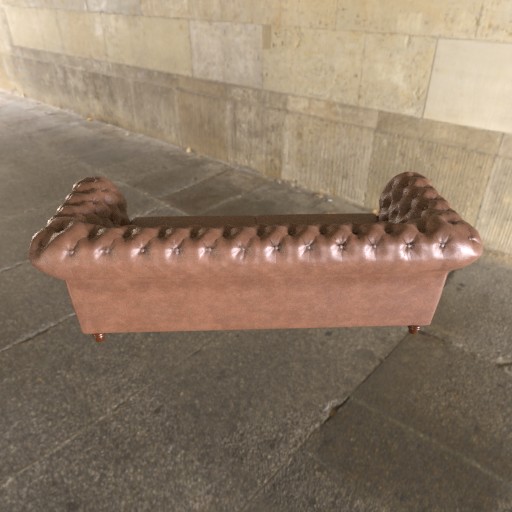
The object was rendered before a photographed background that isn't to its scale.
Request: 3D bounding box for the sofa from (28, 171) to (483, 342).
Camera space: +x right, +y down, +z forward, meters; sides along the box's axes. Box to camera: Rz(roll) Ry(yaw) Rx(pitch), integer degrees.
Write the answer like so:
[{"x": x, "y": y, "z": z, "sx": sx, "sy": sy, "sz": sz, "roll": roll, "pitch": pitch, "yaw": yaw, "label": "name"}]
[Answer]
[{"x": 0.000, "y": 0.000, "z": 2.753, "sx": 2.385, "sy": 0.783, "sz": 0.944, "roll": -1, "pitch": 32, "yaw": -2, "label": "sofa"}]
